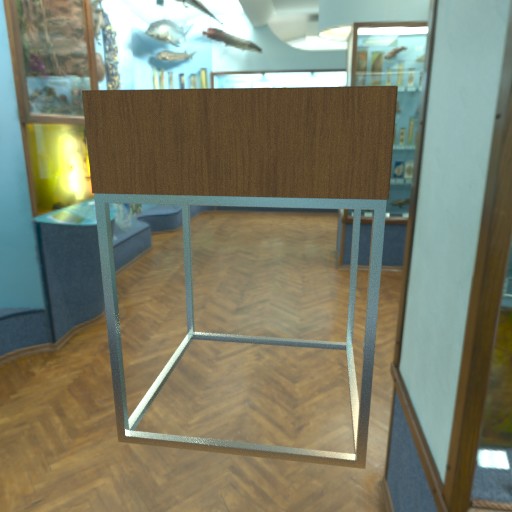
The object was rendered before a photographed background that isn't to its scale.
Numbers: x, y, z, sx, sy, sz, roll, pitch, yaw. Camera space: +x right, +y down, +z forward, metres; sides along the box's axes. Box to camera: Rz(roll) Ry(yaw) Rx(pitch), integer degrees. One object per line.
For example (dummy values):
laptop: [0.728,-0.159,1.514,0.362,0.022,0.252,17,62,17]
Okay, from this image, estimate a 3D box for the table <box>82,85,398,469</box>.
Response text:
table: [0.000,0.000,0.809,0.398,0.540,0.397,2,16,8]
